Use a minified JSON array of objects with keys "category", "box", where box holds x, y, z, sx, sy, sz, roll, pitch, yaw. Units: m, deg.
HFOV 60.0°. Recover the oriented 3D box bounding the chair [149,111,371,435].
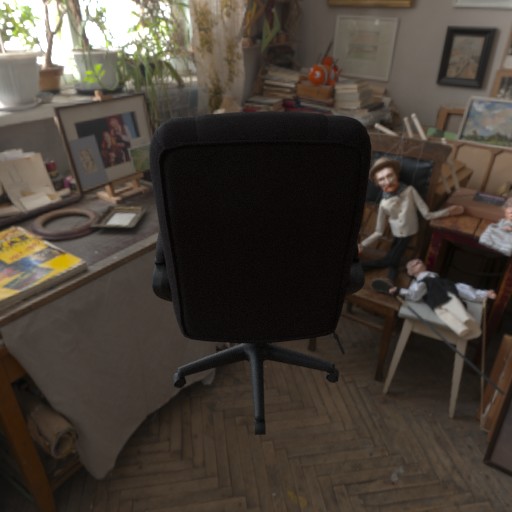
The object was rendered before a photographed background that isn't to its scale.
[{"category":"chair","box":[0.000,0.000,1.545,0.667,1.105,0.724,-1,30,-2]}]
